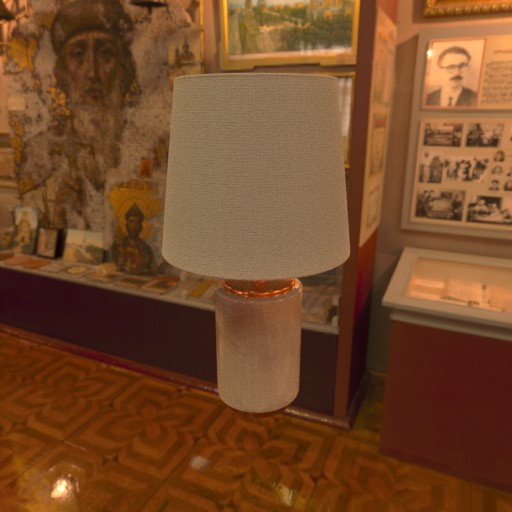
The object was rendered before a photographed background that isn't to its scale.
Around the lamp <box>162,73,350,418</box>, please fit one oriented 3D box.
[{"bbox_3d":[0.000,0.000,0.459,0.189,0.340,0.189,0,18,0],"label":"lamp"}]
